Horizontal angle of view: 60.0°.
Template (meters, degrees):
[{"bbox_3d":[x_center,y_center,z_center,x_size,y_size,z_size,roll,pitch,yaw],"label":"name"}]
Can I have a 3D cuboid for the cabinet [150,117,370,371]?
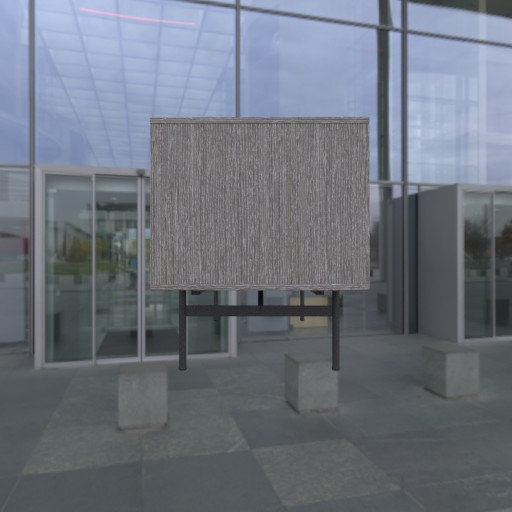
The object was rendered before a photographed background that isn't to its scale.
[{"bbox_3d":[0.000,0.000,1.609,0.500,0.599,1.300,0,0,0],"label":"cabinet"}]
